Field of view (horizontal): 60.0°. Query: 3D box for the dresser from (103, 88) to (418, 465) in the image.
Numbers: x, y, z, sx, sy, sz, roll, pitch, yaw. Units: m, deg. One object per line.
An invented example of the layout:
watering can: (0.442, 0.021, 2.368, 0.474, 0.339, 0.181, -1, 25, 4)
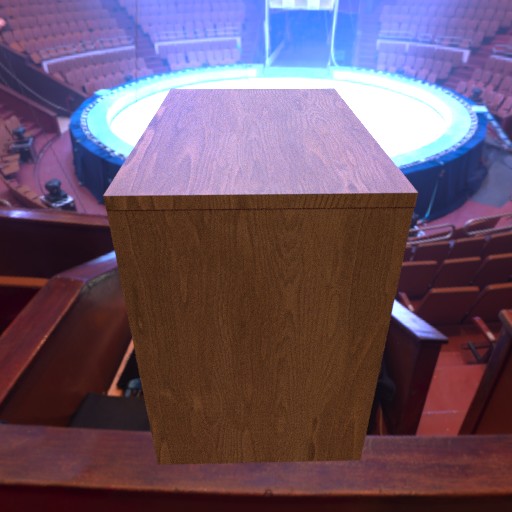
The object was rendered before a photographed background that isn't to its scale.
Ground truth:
dresser: (0.000, 0.000, 1.289, 0.529, 0.762, 0.809, -1, 33, -1)
